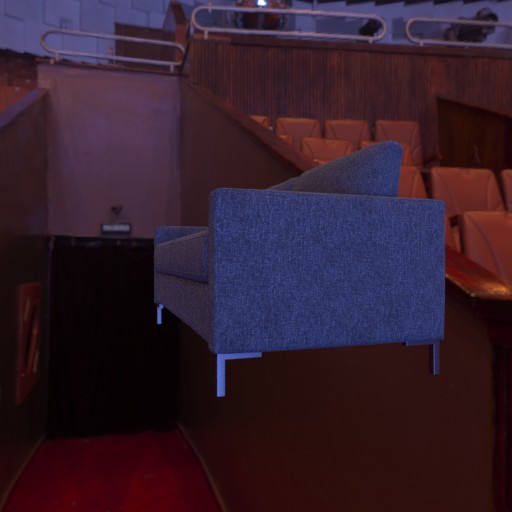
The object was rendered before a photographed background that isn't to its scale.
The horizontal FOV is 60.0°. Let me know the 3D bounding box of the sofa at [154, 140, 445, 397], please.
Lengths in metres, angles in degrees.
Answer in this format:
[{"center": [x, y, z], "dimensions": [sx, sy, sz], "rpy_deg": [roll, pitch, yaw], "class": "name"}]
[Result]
[{"center": [0.000, 0.000, 2.232], "dimensions": [0.866, 0.862, 1.716], "rpy_deg": [0, -1, -19], "class": "sofa"}]
